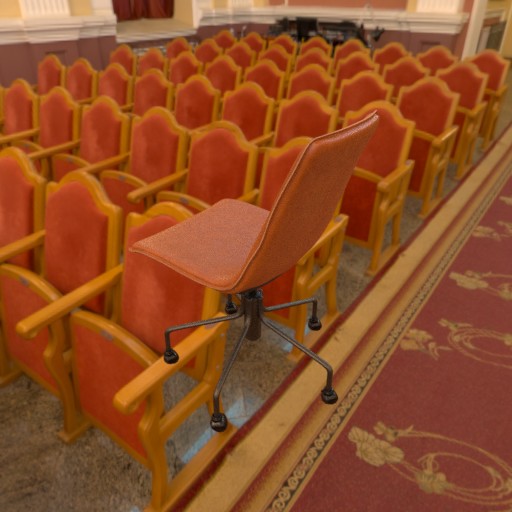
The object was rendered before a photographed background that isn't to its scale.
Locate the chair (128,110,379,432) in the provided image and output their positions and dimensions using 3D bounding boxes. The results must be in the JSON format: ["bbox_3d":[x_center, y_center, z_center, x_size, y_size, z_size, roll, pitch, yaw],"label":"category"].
[{"bbox_3d":[0.000,0.000,1.395,0.660,0.920,0.651,21,37,31],"label":"chair"}]
